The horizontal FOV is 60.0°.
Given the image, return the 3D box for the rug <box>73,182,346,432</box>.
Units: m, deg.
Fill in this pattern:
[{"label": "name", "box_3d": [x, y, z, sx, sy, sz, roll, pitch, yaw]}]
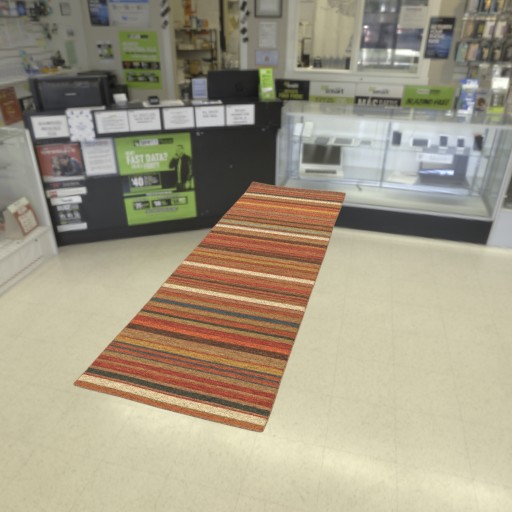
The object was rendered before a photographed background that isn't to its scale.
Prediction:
[{"label": "rug", "box_3d": [0.000, 0.000, 2.687, 0.799, 0.030, 2.444, 8, 30, 15]}]
